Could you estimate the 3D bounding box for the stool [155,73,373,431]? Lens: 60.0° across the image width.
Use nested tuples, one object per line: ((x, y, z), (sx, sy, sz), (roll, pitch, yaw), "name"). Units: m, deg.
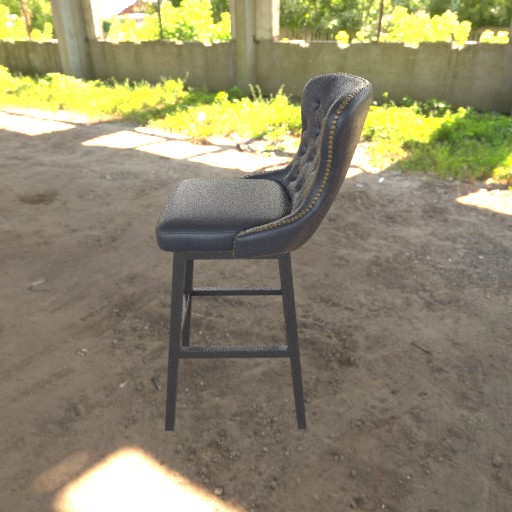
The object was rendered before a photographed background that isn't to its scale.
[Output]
((0.000, 0.000, 1.404), (0.601, 1.050, 0.528), (0, 27, -1), "stool")
